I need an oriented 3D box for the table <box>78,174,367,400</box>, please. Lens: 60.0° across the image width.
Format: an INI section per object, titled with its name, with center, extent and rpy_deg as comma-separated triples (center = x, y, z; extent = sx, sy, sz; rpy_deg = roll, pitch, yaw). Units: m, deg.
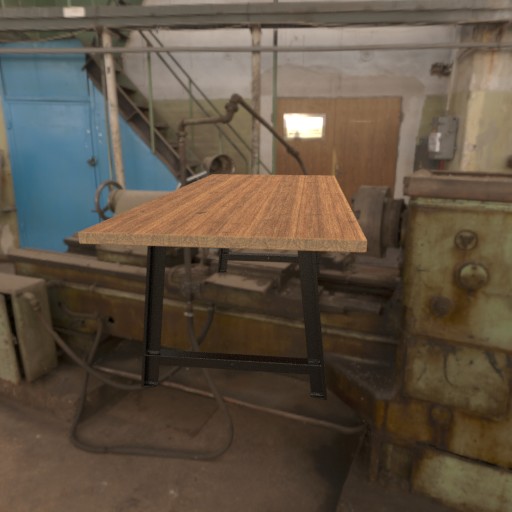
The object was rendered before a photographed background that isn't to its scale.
[table]
center = 0.000, 0.000, 2.658
extent = 1.000, 0.757, 2.200
rpy_deg = 2, 16, 7
